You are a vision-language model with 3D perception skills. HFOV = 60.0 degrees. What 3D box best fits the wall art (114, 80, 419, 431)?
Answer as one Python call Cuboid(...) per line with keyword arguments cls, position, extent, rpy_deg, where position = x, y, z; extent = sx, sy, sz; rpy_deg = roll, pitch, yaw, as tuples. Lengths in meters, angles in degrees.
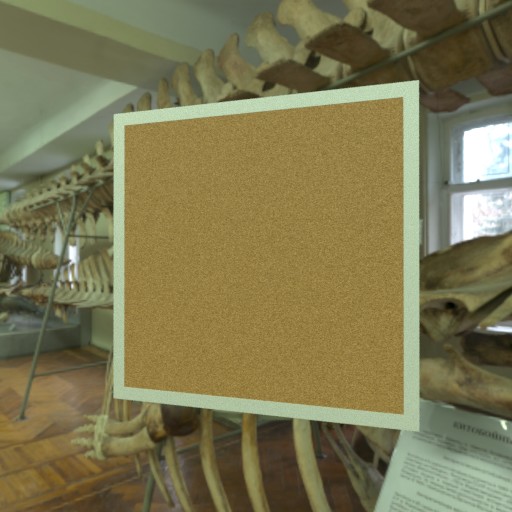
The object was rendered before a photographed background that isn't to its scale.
Cuboid(cls="wall art", position=(0.000, 0.000, 0.443), extent=(0.305, 0.302, 0.038), rpy_deg=(0, 0, 17))
